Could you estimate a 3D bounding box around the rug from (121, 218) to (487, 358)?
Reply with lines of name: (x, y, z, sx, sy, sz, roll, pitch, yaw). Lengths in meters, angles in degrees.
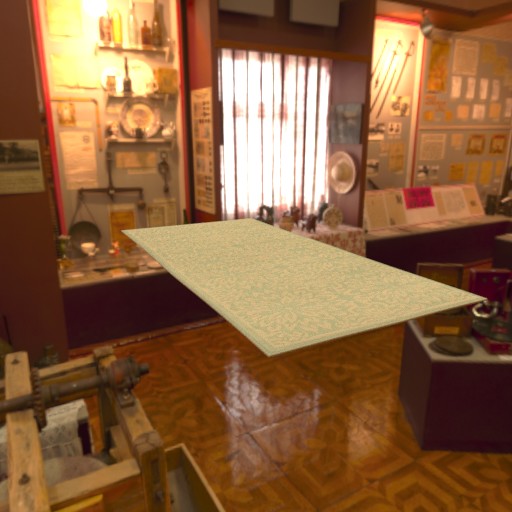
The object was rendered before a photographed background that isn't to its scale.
rug: (0.000, 0.000, 1.440, 0.604, 0.007, 1.219, -8, 17, -27)
